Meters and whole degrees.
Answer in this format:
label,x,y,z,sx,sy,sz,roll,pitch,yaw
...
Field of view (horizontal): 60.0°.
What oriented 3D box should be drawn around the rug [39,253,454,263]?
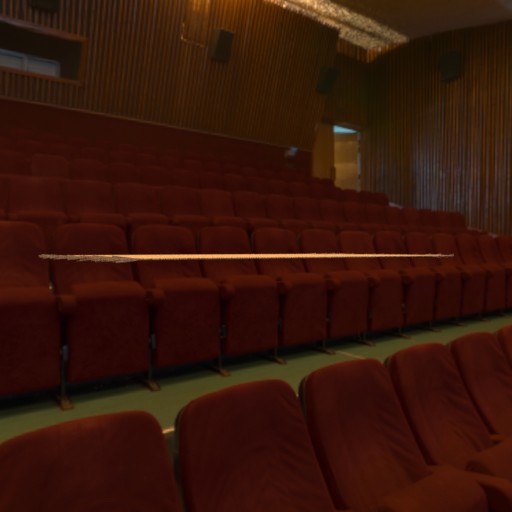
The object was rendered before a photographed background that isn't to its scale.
label,x,y,z,sx,sy,sz,roll,pitch,yaw
rug,0.000,0.000,2.486,2.021,0.027,1.224,0,1,-37
